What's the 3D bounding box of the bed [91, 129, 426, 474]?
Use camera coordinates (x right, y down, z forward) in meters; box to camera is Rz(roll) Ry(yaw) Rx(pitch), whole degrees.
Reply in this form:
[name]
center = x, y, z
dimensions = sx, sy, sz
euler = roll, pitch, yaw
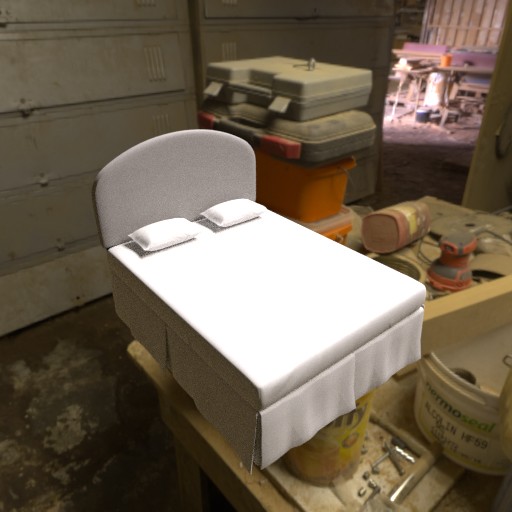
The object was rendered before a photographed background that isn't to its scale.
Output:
[bed]
center = 0.000, 0.000, 3.186
dimensions = 1.607, 1.410, 2.005
euler = -22, 36, -33
